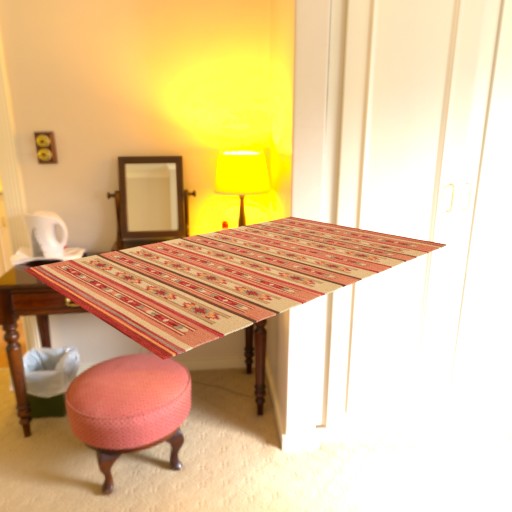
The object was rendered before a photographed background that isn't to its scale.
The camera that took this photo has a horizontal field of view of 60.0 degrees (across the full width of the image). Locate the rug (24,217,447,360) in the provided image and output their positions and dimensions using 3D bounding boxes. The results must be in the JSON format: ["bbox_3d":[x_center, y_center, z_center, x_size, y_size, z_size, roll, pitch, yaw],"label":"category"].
[{"bbox_3d":[0.000,0.000,2.967,2.431,0.010,1.535,-15,21,-42],"label":"rug"}]
